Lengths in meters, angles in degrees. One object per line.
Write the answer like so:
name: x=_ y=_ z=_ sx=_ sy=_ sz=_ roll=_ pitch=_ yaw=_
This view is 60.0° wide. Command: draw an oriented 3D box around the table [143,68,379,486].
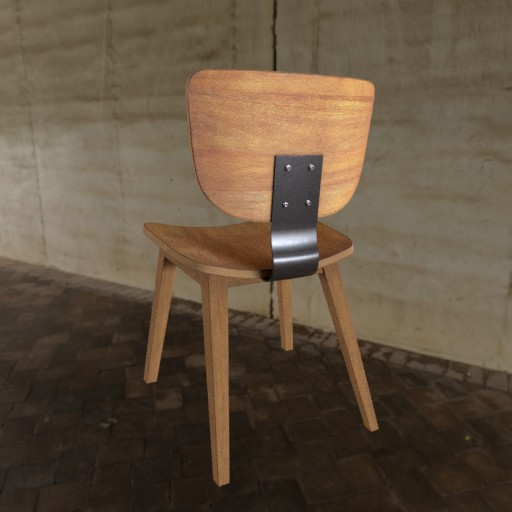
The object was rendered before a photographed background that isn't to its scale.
table: x=0.000 y=0.000 z=1.109 sx=0.499 sy=0.805 sz=0.500 roll=-7 pitch=16 yaw=-26
